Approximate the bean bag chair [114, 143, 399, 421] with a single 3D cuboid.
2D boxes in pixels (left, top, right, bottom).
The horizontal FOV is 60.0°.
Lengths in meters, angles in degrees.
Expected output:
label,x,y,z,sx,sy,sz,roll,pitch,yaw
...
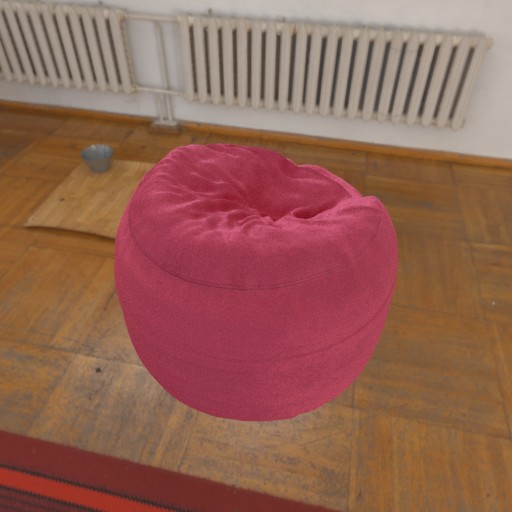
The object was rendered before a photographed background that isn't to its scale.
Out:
label,x,y,z,sx,sy,sz,roll,pitch,yaw
bean bag chair,0.000,0.000,1.973,1.218,0.788,1.218,0,42,0
